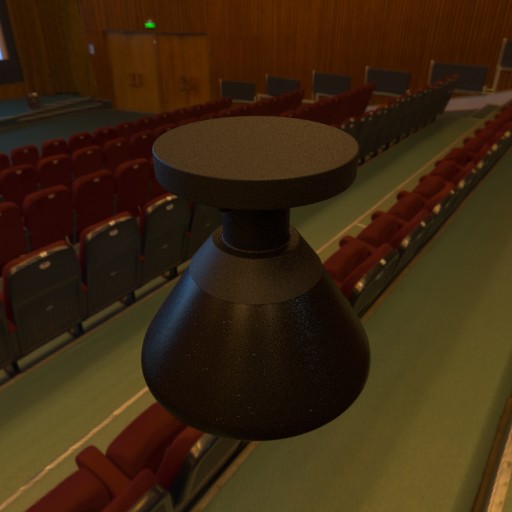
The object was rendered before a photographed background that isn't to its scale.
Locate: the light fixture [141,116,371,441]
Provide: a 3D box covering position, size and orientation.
[{"bbox_3d":[0.000,0.000,0.349,0.200,0.183,0.200,0,31,0],"label":"light fixture"}]
